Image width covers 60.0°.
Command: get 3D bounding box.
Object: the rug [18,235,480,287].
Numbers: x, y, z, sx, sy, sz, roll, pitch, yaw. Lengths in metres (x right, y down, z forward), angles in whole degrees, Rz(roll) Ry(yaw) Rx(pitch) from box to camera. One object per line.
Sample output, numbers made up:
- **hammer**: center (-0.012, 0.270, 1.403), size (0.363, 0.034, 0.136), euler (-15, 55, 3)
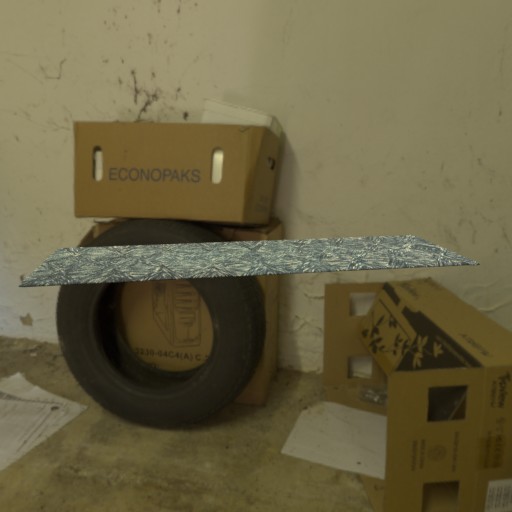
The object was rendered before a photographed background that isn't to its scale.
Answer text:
- **rug**: center (0.000, 0.000, 2.509), size (2.306, 0.013, 0.719), euler (-2, 15, -9)
